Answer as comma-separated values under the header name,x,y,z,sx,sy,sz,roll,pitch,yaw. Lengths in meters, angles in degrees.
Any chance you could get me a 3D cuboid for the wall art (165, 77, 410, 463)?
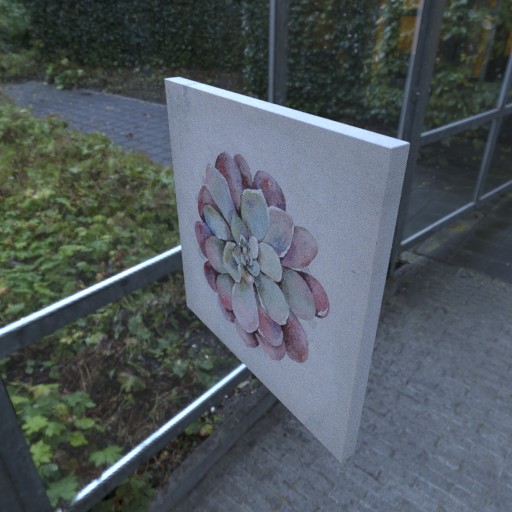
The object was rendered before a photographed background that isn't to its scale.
name,x,y,z,sx,sy,sz,roll,pitch,yaw
wall art,0.000,0.000,0.902,0.044,0.605,0.605,-20,36,-30
